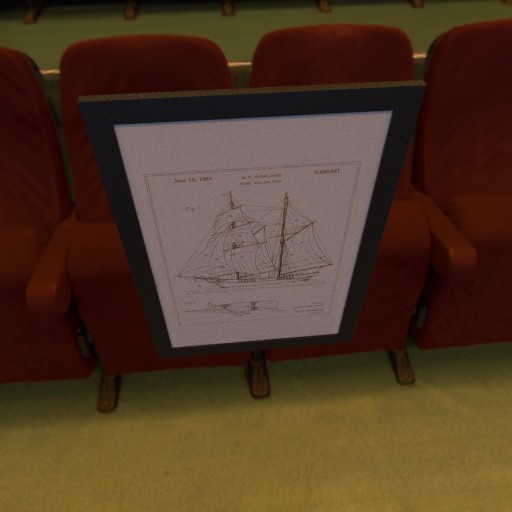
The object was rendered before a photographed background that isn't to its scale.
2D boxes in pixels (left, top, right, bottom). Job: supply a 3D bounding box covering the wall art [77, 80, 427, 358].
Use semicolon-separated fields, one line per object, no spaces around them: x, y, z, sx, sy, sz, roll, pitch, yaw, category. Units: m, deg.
0.000;0.000;0.680;0.381;0.534;0.013;-4;47;-4;wall art
